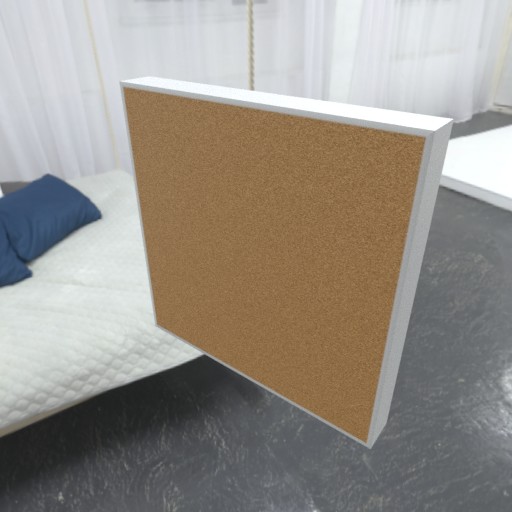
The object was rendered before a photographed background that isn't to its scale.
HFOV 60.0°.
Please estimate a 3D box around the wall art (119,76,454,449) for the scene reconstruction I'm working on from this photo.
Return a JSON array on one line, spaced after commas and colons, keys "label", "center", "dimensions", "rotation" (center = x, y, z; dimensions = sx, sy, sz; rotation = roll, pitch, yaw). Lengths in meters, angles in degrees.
[{"label": "wall art", "center": [0.000, 0.000, 0.442], "dimensions": [0.305, 0.304, 0.038], "rotation": [21, 36, 31]}]
